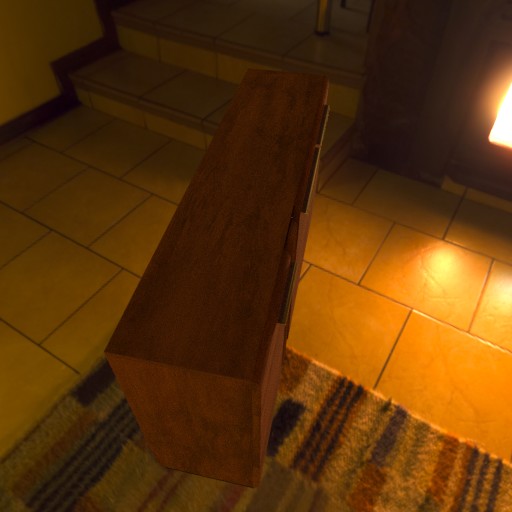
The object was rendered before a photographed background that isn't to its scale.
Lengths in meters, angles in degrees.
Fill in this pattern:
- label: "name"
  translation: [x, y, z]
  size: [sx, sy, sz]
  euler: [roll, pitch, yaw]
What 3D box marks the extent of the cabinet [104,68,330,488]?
- label: "cabinet"
  translation: [0.000, 0.000, 1.918]
  size: [0.420, 0.900, 1.600]
  euler: [9, 48, 8]
